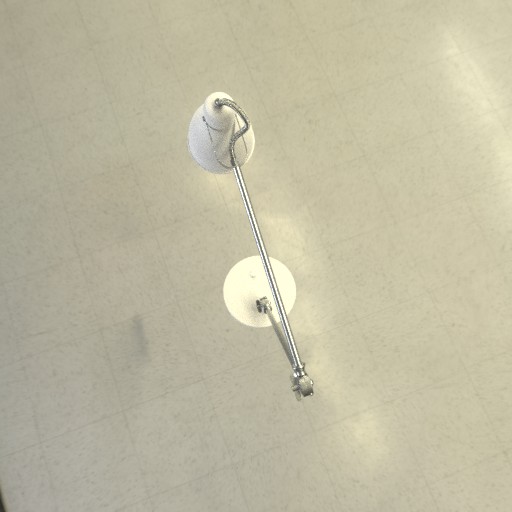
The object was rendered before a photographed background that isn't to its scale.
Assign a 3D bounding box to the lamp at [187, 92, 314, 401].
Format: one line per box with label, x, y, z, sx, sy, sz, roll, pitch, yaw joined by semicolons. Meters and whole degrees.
lamp;0.000;0.000;0.895;0.187;0.587;0.561;-18;77;-4
